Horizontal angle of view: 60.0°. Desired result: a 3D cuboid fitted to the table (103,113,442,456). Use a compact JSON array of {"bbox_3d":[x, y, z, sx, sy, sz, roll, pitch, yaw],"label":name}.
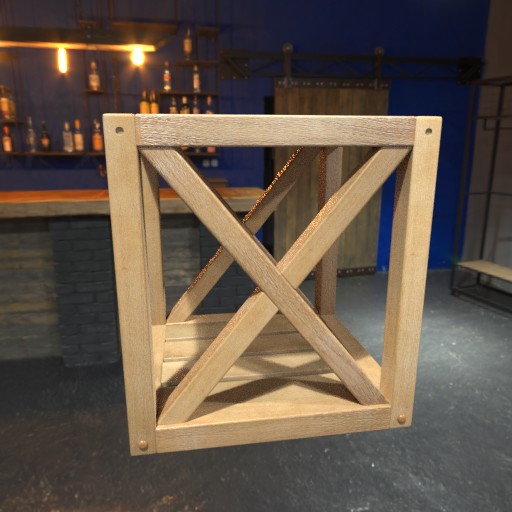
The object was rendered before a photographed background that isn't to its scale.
[{"bbox_3d":[0.000,0.000,1.050,0.559,0.610,0.558,-2,15,-9],"label":"table"}]
